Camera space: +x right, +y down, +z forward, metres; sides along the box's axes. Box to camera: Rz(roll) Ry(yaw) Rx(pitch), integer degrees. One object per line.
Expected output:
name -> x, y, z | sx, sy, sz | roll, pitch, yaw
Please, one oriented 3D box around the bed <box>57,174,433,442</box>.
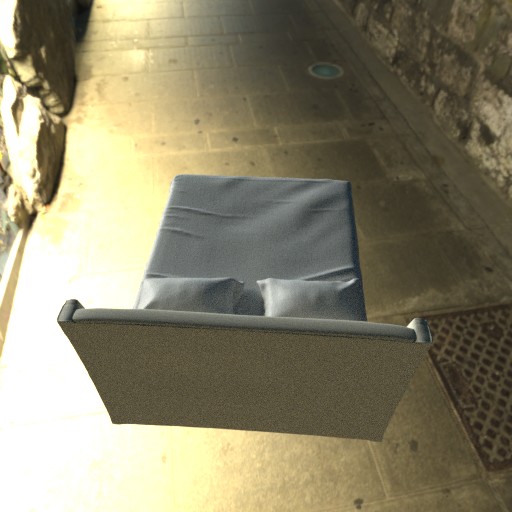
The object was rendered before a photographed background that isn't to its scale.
bed -> 0.000, 0.000, 3.445 | 1.925, 1.332, 2.276 | 3, 47, 3
